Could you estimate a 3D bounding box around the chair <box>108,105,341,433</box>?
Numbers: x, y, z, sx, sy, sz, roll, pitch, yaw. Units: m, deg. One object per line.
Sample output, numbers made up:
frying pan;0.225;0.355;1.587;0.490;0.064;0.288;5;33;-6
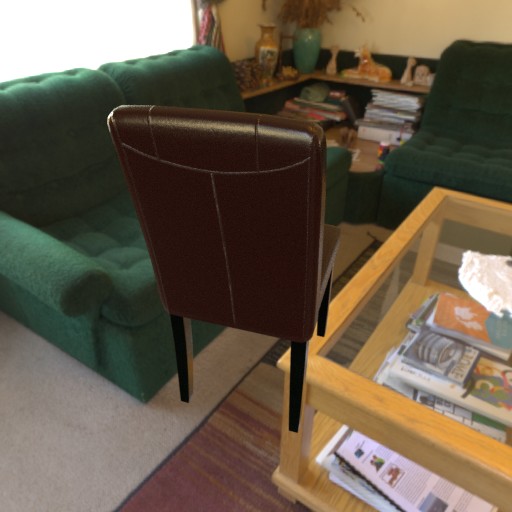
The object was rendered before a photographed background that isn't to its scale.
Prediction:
chair;0.000;0.000;1.196;0.399;0.897;0.556;10;34;15
